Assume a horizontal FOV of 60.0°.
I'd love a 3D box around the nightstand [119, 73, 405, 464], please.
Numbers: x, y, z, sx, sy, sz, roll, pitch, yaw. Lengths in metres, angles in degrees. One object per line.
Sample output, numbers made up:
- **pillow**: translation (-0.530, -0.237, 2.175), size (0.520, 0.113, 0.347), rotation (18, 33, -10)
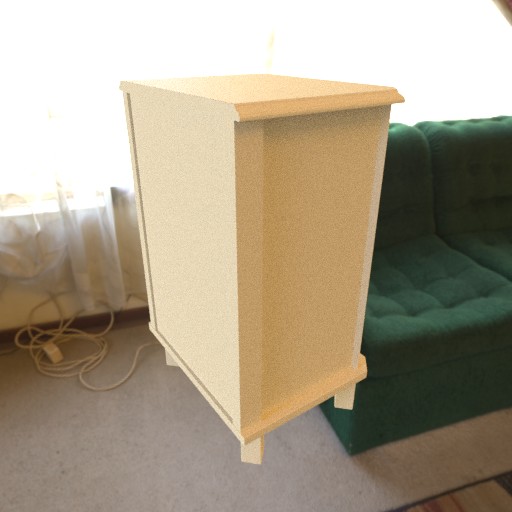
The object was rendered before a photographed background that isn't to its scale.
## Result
- **nightstand**: translation (0.000, 0.000, 0.935), size (0.351, 0.681, 0.435), rotation (-17, 31, -31)
